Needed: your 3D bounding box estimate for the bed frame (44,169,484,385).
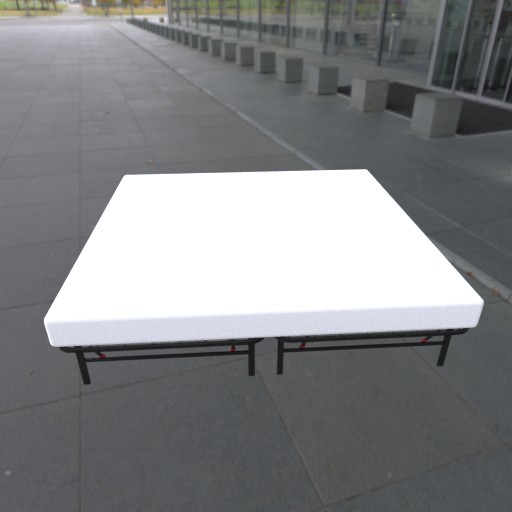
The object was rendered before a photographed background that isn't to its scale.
[{"bbox_3d":[0.000,0.000,2.976,2.033,0.525,1.935,-2,30,-4],"label":"bed frame"}]
